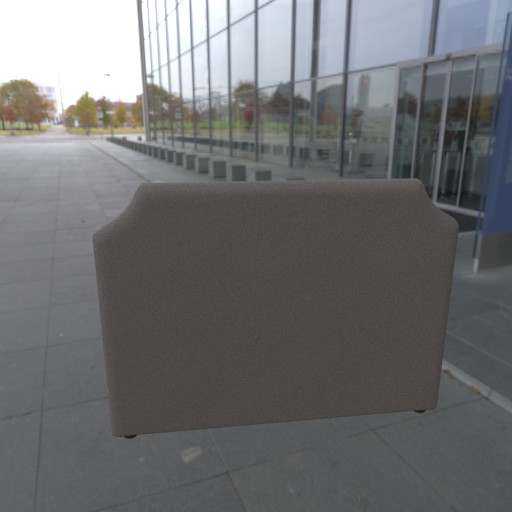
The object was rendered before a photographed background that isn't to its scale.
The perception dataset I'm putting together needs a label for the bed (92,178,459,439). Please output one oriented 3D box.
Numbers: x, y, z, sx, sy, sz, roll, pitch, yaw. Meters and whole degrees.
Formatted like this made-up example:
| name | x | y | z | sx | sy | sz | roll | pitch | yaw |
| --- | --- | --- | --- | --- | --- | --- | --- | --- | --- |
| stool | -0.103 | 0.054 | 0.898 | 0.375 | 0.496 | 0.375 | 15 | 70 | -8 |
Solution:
| name | x | y | z | sx | sy | sz | roll | pitch | yaw |
| --- | --- | --- | --- | --- | --- | --- | --- | --- | --- |
| bed | 0.000 | 0.000 | 3.800 | 2.194 | 1.561 | 2.536 | -2 | 17 | -7 |
